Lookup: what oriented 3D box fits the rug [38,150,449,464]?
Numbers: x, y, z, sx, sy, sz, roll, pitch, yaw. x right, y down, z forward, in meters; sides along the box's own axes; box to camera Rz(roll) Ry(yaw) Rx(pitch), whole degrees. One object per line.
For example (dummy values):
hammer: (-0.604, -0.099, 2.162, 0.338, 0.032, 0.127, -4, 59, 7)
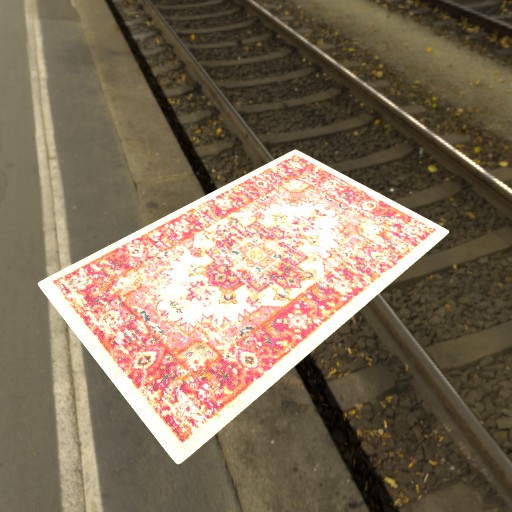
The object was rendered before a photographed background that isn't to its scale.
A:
rug: (0.000, 0.000, 1.092, 0.868, 0.004, 0.556, -33, 53, -29)
